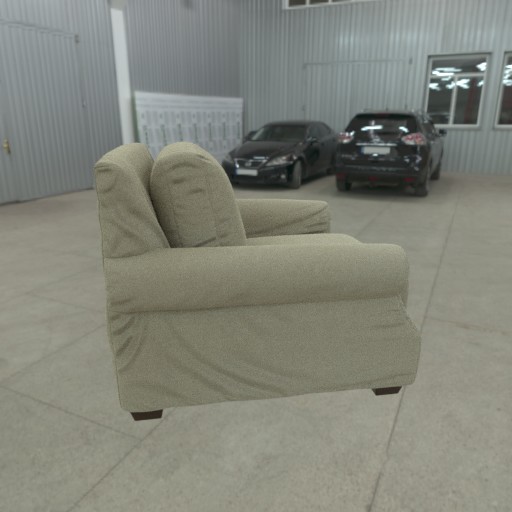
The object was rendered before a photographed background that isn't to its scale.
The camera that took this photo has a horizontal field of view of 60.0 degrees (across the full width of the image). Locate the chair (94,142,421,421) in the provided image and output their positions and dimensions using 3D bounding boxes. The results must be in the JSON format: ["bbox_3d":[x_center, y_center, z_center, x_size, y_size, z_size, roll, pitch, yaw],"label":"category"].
[{"bbox_3d":[0.000,0.000,1.753,1.066,0.866,0.940,-3,18,-9],"label":"chair"}]
